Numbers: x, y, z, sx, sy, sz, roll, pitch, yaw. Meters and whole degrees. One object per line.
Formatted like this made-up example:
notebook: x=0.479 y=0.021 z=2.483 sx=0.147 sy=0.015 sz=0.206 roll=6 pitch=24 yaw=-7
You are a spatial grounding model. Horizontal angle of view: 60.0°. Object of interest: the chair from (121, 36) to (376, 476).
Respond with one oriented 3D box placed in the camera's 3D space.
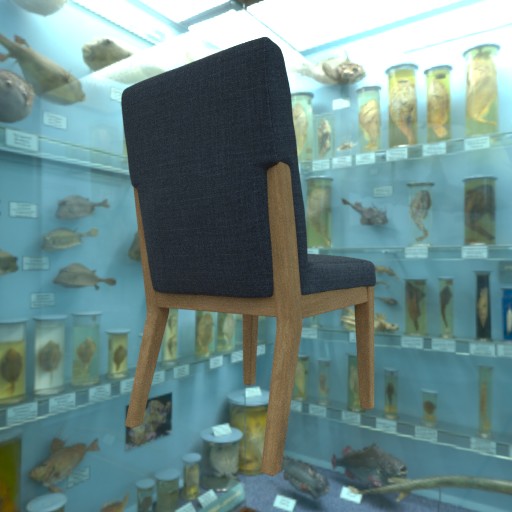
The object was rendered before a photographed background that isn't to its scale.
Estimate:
chair: x=0.000 y=0.000 z=1.262 sx=0.507 sy=0.911 sz=0.586 roll=-1 pitch=-1 yaw=36
